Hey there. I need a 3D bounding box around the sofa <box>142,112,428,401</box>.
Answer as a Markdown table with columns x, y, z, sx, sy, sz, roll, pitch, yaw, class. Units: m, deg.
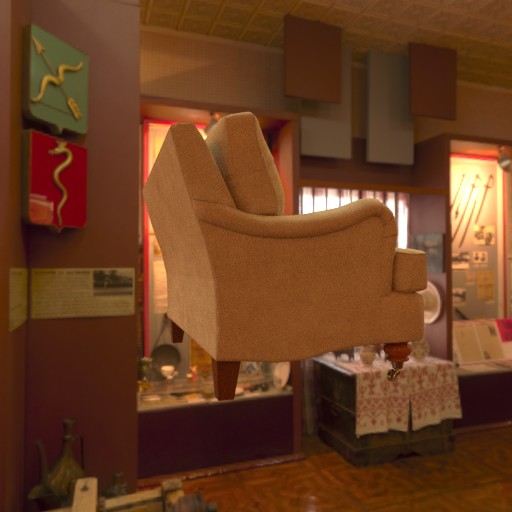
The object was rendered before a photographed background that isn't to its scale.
| x | y | z | sx | sy | sz | roll | pitch | yaw | class |
| --- | --- | --- | --- | --- | --- | --- | --- | --- | --- |
| 0.000 | 0.000 | 2.357 | 1.086 | 1.087 | 1.498 | 0 | -1 | -18 | sofa |
